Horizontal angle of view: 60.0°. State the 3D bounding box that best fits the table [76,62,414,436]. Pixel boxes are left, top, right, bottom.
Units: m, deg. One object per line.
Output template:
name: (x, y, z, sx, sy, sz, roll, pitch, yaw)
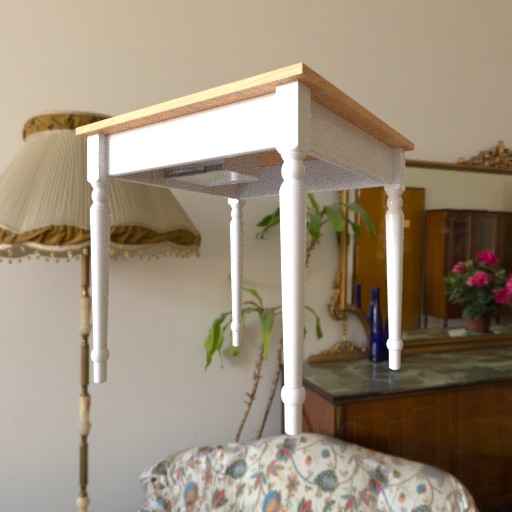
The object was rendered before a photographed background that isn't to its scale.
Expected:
table: (0.000, 0.000, 1.366, 0.747, 0.738, 0.747, 0, 0, 35)
